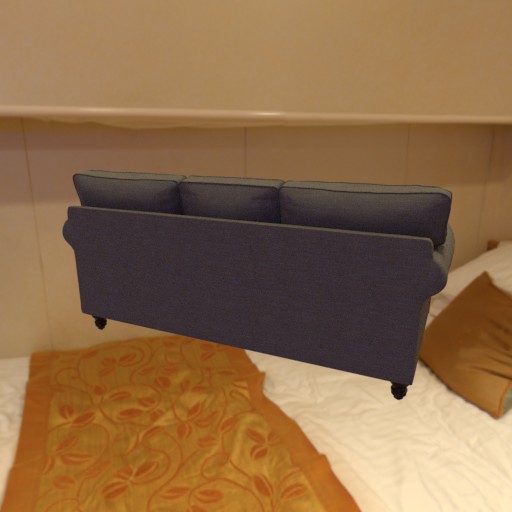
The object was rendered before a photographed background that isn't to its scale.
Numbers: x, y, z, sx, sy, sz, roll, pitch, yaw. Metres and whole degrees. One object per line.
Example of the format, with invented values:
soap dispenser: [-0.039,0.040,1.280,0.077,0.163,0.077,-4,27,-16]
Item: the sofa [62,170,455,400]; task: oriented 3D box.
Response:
sofa: [0.000,0.000,2.576,2.084,0.966,0.909,7,17,24]
